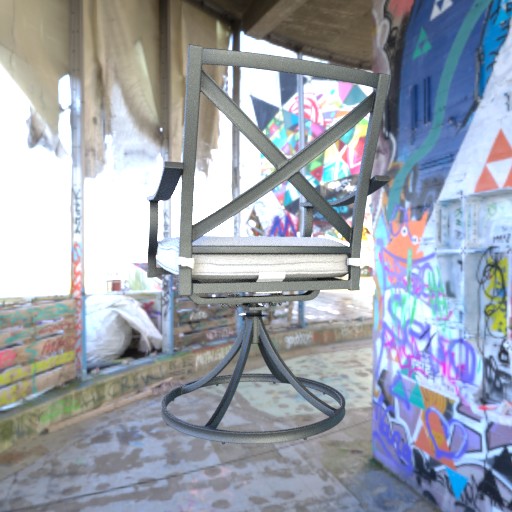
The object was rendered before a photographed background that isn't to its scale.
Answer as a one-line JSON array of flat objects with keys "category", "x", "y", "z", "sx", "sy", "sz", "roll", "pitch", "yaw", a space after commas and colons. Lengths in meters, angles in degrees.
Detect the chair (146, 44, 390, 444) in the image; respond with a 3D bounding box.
[{"category": "chair", "x": 0.000, "y": 0.000, "z": 1.274, "sx": 0.575, "sy": 0.889, "sz": 0.620, "roll": 0, "pitch": 0, "yaw": -19}]
